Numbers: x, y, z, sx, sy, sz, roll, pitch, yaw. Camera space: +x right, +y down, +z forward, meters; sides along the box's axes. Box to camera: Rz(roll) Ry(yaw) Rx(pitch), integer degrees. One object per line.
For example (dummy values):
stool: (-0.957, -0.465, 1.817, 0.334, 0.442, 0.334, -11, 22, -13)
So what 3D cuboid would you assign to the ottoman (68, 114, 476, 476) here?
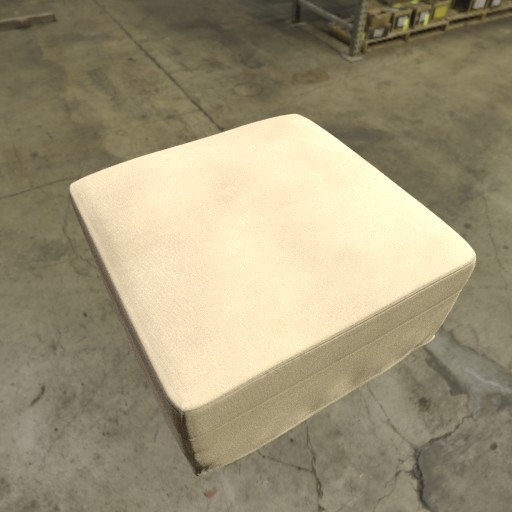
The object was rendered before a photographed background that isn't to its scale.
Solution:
ottoman: (0.000, 0.000, 1.312, 0.842, 0.441, 0.843, -23, 51, -20)
